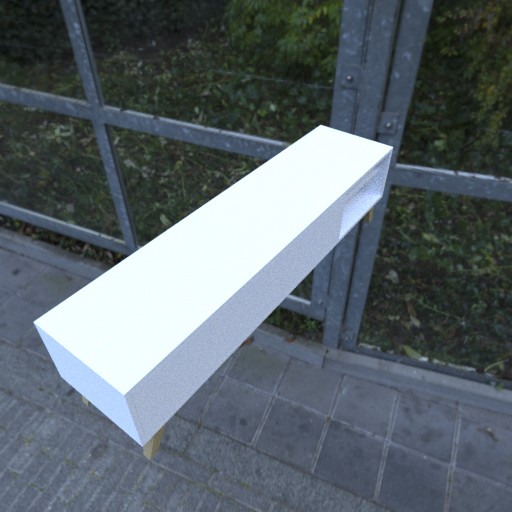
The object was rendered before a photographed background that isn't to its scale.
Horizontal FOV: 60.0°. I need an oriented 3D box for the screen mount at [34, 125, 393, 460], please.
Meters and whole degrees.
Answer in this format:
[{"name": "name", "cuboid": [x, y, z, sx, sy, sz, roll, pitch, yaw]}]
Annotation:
[{"name": "screen mount", "cuboid": [0.000, 0.000, 1.846, 0.399, 0.432, 1.644, 26, 48, 27]}]
